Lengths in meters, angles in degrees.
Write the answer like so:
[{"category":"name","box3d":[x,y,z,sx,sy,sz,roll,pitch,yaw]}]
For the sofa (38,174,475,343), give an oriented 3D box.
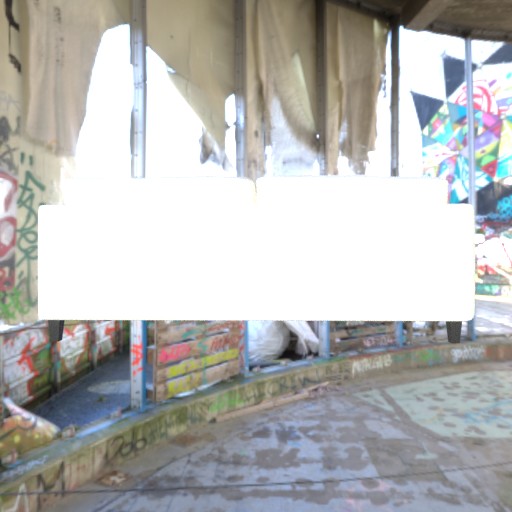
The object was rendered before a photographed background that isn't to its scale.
[{"category":"sofa","box3d":[0.000,0.000,2.894,2.434,0.965,0.948,0,0,1]}]
